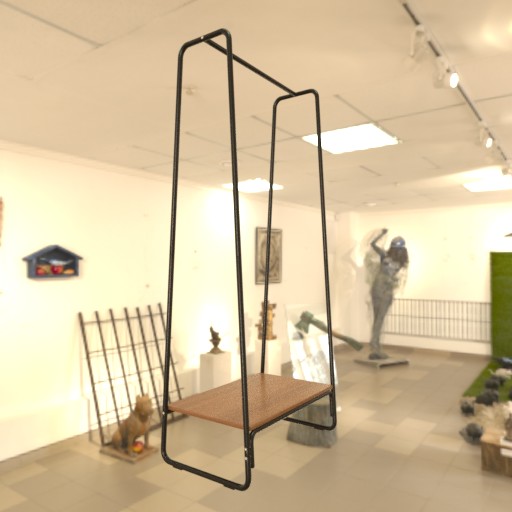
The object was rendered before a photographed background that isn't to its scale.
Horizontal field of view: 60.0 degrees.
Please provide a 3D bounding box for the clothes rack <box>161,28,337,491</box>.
[{"bbox_3d":[0.000,0.000,1.758,0.400,1.500,0.640,-1,-1,35],"label":"clothes rack"}]
